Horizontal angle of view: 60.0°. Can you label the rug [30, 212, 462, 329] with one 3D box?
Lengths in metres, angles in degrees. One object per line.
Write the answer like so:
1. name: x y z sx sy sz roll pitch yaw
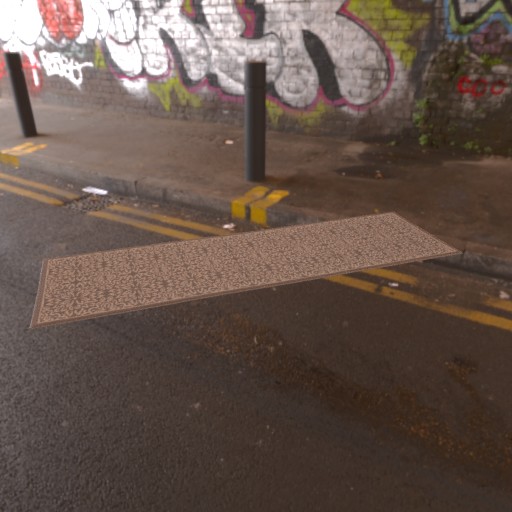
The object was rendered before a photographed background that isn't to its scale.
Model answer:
1. rug: 0.000 0.000 2.422 2.196 0.011 0.662 -9 28 -17
